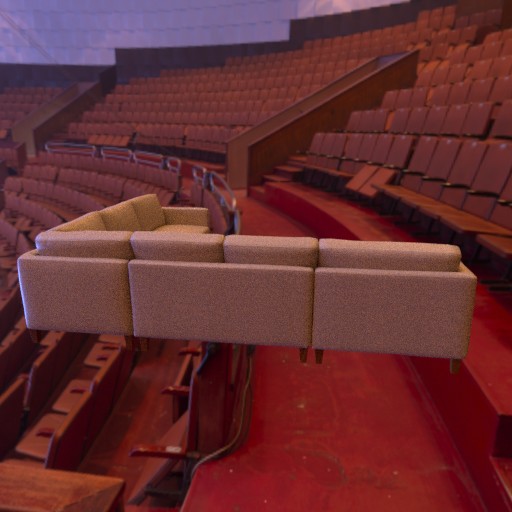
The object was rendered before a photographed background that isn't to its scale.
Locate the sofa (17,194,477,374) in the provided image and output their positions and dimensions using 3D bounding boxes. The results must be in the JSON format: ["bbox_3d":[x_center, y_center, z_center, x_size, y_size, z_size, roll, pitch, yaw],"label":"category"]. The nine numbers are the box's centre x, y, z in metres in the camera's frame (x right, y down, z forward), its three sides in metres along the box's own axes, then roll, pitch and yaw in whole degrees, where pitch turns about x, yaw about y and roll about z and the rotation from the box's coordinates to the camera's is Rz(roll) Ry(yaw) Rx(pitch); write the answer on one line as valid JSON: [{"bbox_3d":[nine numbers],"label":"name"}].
[{"bbox_3d":[0.000,0.000,4.506,3.460,0.961,2.594,2,16,8],"label":"sofa"}]
